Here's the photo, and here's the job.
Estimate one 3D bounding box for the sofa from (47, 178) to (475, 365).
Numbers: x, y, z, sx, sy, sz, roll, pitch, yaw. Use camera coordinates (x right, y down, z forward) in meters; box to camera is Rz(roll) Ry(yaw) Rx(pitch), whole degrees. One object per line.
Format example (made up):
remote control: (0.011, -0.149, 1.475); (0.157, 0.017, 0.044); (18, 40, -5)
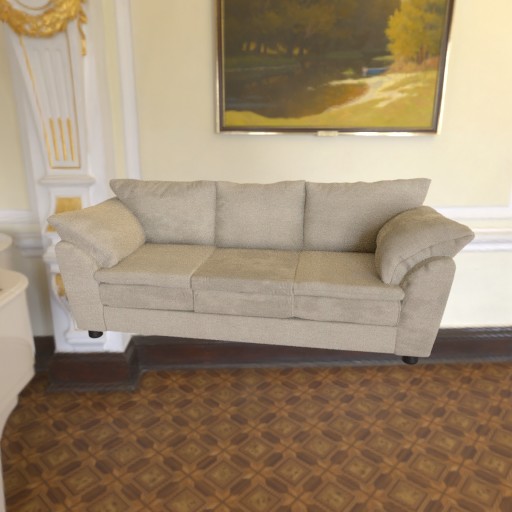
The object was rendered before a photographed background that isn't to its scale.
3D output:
sofa: (0.000, 0.000, 2.859); (2.377, 0.981, 0.893); (3, 16, 10)
